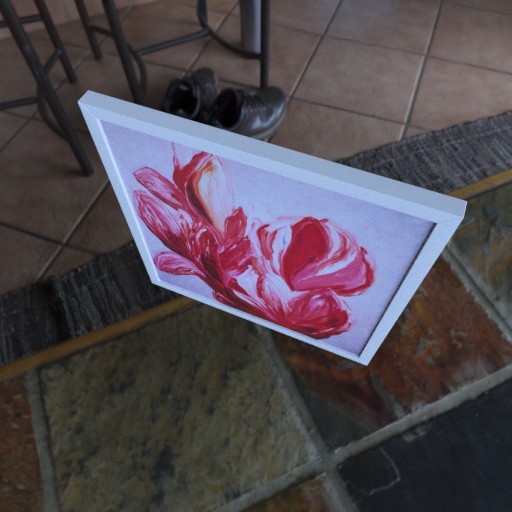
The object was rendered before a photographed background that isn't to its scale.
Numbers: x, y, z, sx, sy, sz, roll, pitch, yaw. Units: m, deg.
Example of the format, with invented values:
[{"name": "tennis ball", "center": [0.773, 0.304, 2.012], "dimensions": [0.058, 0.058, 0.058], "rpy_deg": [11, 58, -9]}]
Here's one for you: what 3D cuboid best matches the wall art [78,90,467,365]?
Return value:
[{"name": "wall art", "center": [0.000, 0.000, 0.683], "dimensions": [0.455, 0.453, 0.023], "rpy_deg": [19, 60, 12]}]
